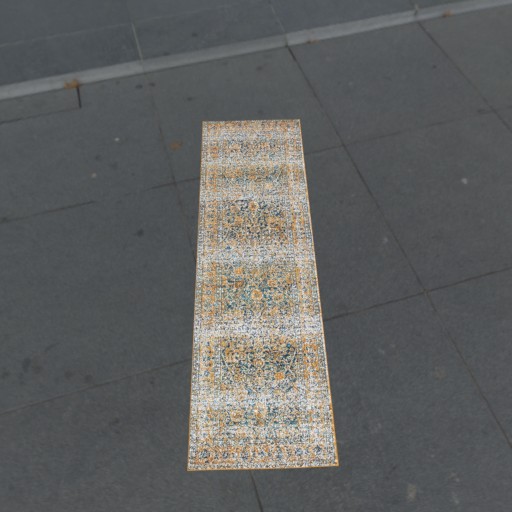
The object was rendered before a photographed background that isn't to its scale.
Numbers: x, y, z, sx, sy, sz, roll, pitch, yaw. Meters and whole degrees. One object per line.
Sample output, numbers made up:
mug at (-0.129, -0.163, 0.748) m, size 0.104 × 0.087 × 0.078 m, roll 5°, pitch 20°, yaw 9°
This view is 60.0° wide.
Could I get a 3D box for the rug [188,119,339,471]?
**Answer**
rug at (0.000, 0.000, 2.639) m, size 0.704 × 0.014 × 2.294 m, roll -1°, pitch 59°, yaw -1°
